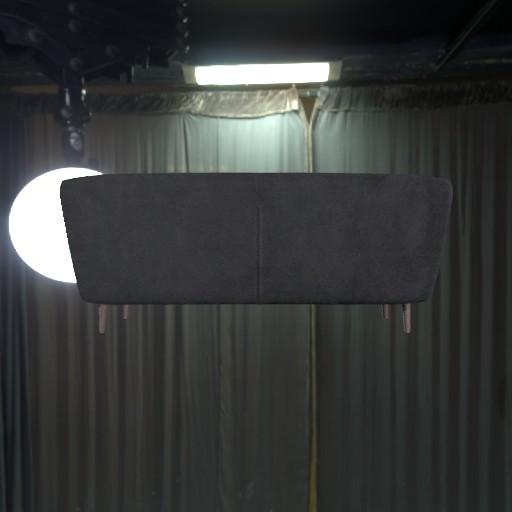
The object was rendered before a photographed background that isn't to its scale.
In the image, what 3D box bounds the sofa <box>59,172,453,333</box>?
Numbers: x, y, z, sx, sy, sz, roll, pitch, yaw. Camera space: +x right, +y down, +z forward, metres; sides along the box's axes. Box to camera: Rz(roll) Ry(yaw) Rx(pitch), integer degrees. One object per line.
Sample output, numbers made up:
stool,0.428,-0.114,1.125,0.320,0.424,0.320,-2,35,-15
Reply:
sofa,0.000,0.000,2.763,2.296,0.875,0.956,0,0,0
